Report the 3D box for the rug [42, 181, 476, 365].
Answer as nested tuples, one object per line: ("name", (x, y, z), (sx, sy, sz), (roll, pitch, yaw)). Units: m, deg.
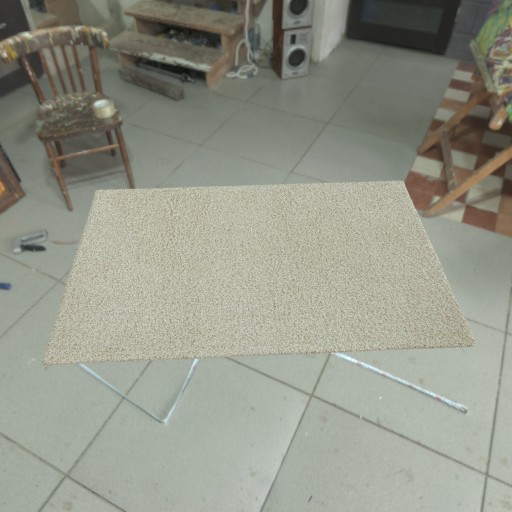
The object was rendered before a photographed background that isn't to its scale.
("rug", (0.000, 0.000, 2.996), (2.438, 0.030, 1.524), (-2, 47, -2))
